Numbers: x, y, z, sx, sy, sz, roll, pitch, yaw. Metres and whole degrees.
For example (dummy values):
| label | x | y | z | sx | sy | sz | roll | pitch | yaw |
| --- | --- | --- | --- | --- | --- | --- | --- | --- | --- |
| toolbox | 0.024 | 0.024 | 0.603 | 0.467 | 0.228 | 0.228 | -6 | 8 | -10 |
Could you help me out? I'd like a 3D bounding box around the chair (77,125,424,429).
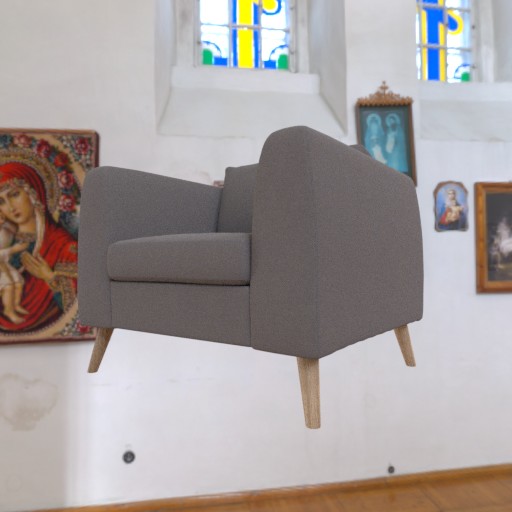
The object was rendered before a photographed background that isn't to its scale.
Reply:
| label | x | y | z | sx | sy | sz | roll | pitch | yaw |
| --- | --- | --- | --- | --- | --- | --- | --- | --- | --- |
| chair | 0.000 | 0.000 | 1.691 | 1.000 | 0.860 | 0.930 | -1 | -1 | 36 |
